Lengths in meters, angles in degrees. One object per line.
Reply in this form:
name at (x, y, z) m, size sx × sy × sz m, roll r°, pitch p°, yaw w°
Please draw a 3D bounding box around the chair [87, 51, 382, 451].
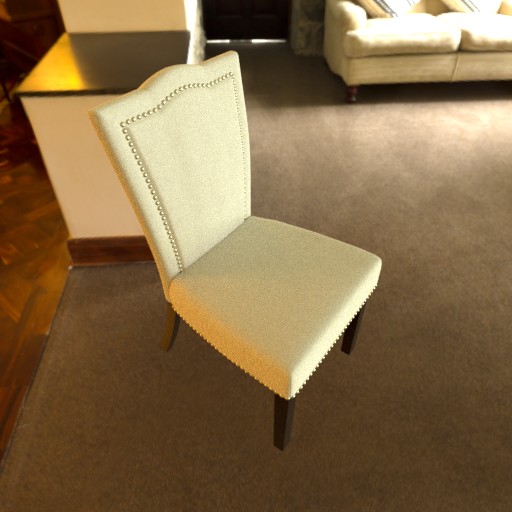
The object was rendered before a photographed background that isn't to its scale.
chair at (0.000, 0.000, 1.269) m, size 0.589 × 0.946 × 0.518 m, roll 26°, pitch 48°, yaw 26°
